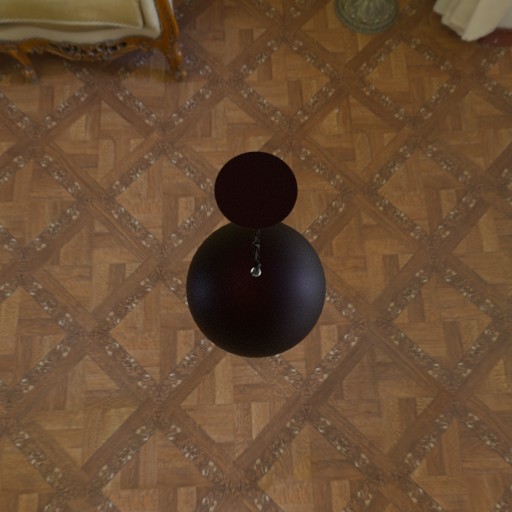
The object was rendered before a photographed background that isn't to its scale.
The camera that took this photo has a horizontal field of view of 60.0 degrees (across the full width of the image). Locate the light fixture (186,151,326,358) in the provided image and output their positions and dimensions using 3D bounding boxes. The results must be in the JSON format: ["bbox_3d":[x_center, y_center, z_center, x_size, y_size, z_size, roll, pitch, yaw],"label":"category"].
[{"bbox_3d":[0.000,0.000,1.154,0.492,0.869,0.492,41,79,10],"label":"light fixture"}]
